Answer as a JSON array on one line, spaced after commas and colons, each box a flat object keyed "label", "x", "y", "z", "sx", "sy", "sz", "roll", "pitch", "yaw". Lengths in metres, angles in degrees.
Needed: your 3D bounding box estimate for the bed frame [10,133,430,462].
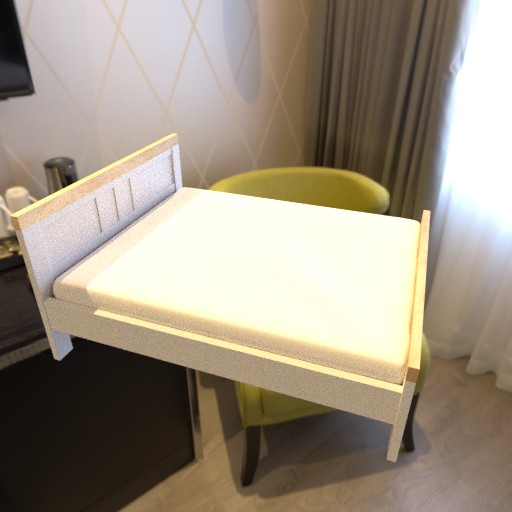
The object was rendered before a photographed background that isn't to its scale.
[{"label": "bed frame", "x": 0.000, "y": 0.000, "z": 2.869, "sx": 2.050, "sy": 0.980, "sz": 1.670, "roll": 11, "pitch": 32, "yaw": 17}]
